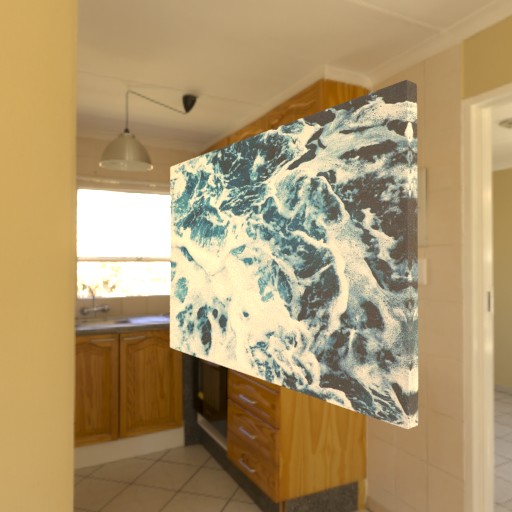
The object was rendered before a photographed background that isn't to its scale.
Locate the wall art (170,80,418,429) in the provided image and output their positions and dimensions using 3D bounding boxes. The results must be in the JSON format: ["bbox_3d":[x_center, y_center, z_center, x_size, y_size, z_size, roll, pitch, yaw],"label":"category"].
[{"bbox_3d":[0.000,0.000,1.905,0.055,1.017,1.524,0,-1,-37],"label":"wall art"}]
